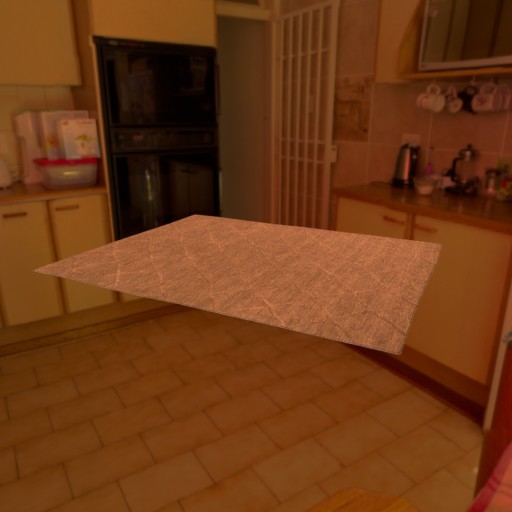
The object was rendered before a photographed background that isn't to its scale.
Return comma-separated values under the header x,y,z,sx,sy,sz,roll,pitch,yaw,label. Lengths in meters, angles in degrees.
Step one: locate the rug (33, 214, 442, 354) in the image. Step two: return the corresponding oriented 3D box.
x,y,z,sx,sy,sz,roll,pitch,yaw,label
0.000,0.000,4.128,3.048,0.013,2.438,9,20,26,rug
